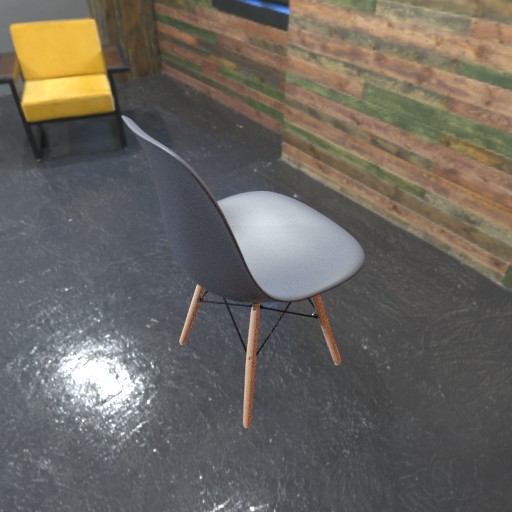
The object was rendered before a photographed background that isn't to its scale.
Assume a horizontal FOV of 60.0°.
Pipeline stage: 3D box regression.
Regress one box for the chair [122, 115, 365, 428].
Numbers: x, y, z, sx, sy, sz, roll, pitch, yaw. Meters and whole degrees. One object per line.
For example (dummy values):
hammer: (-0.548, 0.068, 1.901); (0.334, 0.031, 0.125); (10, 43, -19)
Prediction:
chair: (0.000, 0.000, 1.167); (0.533, 0.826, 0.470); (-25, 45, -27)
